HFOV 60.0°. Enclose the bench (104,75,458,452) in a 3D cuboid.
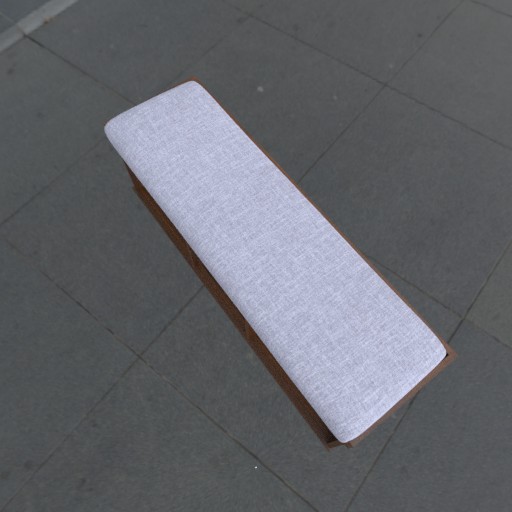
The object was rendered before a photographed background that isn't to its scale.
[{"bbox_3d":[0.000,0.000,1.442,0.367,0.468,1.196,-34,69,-15],"label":"bench"}]
